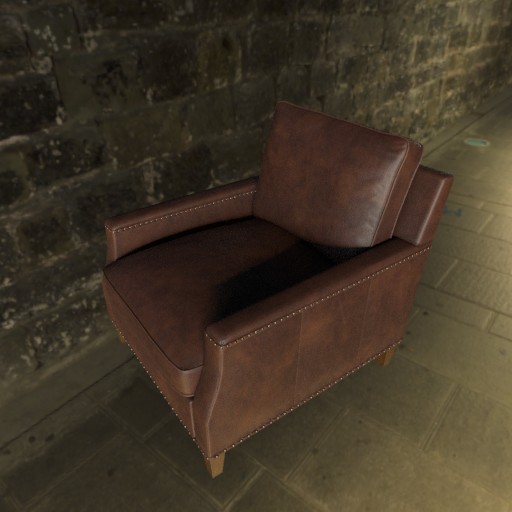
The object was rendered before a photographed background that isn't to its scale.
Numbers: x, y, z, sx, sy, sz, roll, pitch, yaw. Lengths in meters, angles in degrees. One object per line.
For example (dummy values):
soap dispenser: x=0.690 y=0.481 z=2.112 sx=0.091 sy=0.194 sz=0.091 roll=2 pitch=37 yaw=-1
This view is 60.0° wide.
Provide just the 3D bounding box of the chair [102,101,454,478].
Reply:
chair: x=0.000 y=0.000 z=1.667 sx=1.014 sy=0.929 sz=0.853 roll=-21 pitch=37 yaw=-30
